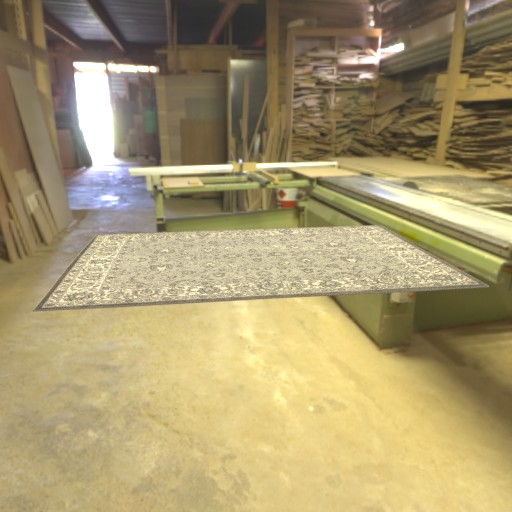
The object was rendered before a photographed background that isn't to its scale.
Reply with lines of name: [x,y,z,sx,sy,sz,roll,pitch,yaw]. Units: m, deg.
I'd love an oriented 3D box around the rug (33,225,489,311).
rug: [0.000,0.000,3.048,2.438,0.011,1.524,-2,17,-7]
